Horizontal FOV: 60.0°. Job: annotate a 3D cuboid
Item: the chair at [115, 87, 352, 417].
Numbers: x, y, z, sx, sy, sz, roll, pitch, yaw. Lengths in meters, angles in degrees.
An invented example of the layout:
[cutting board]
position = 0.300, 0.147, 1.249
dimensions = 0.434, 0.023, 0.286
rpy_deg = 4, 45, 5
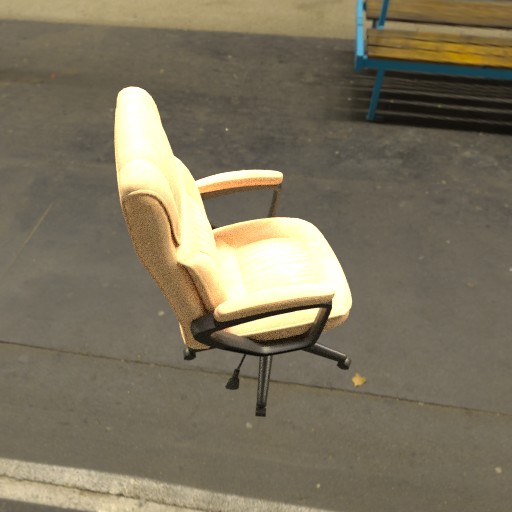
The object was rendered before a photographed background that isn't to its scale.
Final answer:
[chair]
position = 0.000, 0.000, 1.524
dimensions = 0.724, 1.105, 0.667
rpy_deg = -10, 47, -9
